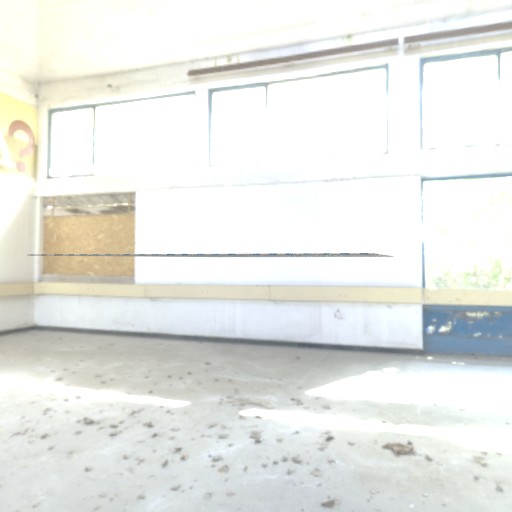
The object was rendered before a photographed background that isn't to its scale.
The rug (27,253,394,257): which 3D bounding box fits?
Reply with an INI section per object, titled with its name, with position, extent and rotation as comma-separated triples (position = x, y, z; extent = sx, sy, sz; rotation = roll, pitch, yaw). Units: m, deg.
[rug]
position = 0.000, 0.000, 4.249
extent = 2.453, 0.008, 3.059
rotation = 0, 0, 19
